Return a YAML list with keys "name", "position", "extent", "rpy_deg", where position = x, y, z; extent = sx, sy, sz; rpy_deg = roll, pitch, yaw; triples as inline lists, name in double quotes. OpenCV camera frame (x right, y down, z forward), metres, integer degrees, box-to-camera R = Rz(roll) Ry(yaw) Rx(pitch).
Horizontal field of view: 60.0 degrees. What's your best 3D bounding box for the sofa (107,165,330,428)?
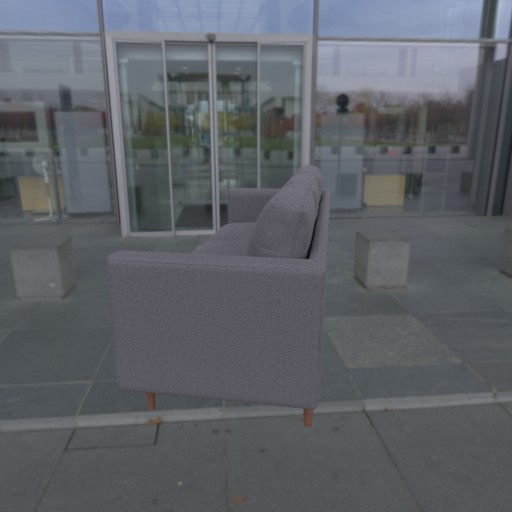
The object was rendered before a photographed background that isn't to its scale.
- name: "sofa"
  position: [0.000, 0.000, 2.526]
  extent: [0.802, 0.912, 2.029]
  rpy_deg: [3, 16, 9]
